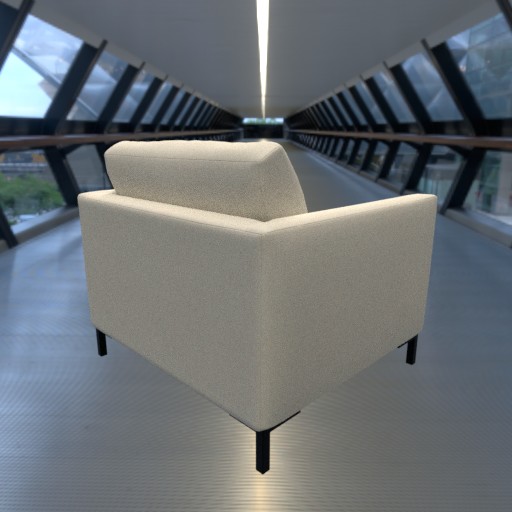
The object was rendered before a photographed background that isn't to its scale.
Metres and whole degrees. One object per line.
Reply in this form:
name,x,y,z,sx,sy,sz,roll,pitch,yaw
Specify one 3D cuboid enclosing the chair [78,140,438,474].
chair,0.000,0.000,1.594,0.875,0.806,0.964,-14,20,-43
